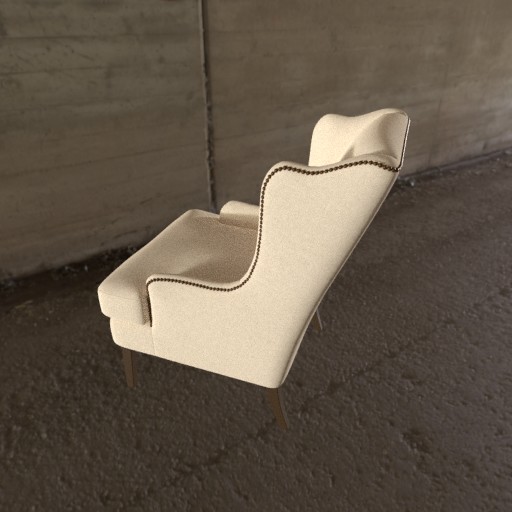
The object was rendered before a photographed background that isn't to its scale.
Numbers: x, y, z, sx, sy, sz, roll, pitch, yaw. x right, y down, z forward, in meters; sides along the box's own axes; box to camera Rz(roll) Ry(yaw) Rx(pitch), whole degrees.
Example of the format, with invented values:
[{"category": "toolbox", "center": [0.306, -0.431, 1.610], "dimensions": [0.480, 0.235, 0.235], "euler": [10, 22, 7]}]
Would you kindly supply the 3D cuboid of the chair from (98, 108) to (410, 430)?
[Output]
[{"category": "chair", "center": [0.000, 0.000, 1.670], "dimensions": [0.940, 1.029, 0.737], "euler": [9, 30, 16]}]
